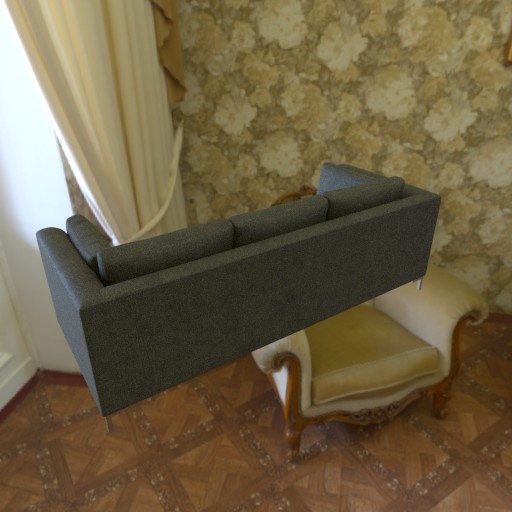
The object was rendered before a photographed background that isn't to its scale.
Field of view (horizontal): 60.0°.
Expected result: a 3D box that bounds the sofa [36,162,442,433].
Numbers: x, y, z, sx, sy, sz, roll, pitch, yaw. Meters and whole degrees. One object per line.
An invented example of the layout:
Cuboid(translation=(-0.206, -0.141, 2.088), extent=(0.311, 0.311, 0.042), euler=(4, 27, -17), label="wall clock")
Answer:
Cuboid(translation=(0.000, 0.000, 2.921), extent=(2.415, 0.867, 0.969), euler=(-17, 33, -30), label="sofa")
